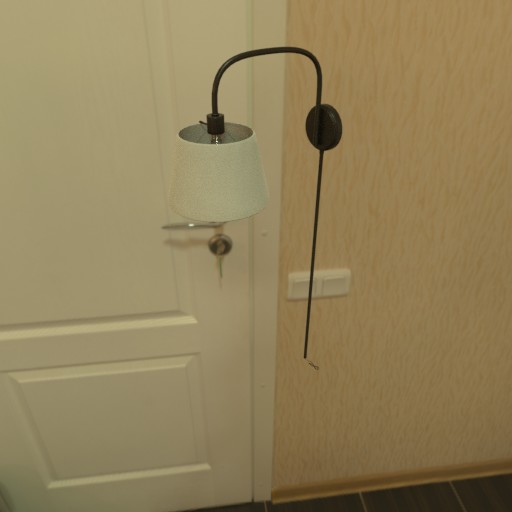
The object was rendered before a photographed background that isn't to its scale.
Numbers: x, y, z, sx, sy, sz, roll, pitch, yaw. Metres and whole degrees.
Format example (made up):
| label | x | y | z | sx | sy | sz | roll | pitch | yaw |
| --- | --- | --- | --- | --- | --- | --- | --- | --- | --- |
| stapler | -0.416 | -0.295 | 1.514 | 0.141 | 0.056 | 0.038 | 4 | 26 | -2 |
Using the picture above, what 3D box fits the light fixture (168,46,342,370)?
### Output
| label | x | y | z | sx | sy | sz | roll | pitch | yaw |
| --- | --- | --- | --- | --- | --- | --- | --- | --- | --- |
| light fixture | 0.000 | 0.000 | 0.469 | 0.176 | 0.399 | 0.092 | -21 | 38 | -30 |
